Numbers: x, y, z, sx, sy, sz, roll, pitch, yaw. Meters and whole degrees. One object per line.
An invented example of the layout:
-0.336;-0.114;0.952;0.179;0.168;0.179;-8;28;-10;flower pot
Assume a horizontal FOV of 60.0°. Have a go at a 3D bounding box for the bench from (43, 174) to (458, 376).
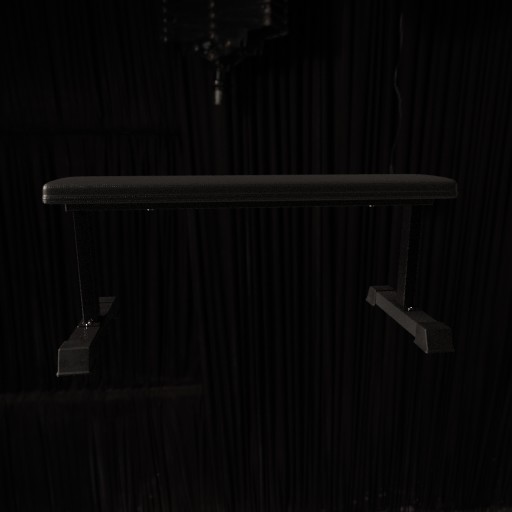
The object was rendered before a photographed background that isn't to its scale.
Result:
0.000;0.000;1.277;1.072;0.453;0.439;-2;14;-7;bench
